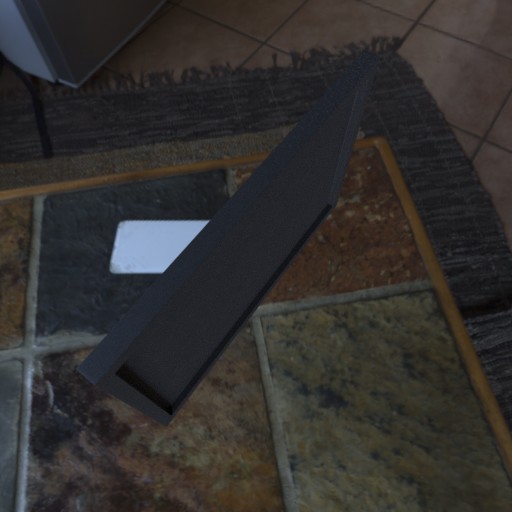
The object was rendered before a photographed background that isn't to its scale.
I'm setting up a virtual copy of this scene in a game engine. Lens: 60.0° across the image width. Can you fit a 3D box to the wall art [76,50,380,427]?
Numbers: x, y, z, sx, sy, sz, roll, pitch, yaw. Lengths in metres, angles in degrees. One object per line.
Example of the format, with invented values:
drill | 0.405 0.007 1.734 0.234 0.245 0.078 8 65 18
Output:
wall art | 0.000 0.000 0.553 0.021 0.301 0.443 33 68 15
